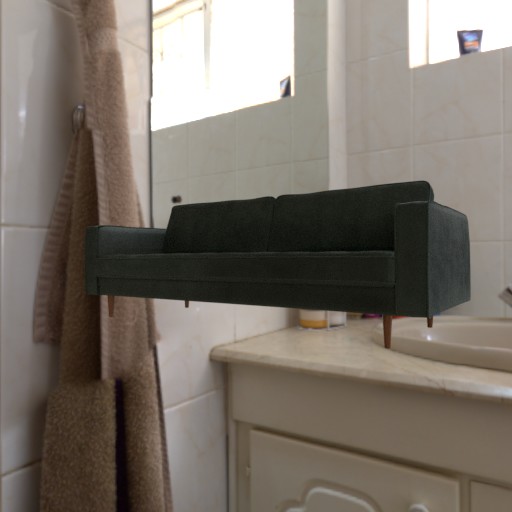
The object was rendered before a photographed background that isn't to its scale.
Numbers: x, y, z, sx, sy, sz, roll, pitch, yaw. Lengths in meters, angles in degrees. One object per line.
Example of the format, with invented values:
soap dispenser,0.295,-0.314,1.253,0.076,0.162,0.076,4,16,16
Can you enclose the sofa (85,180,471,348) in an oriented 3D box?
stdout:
sofa,0.000,0.000,2.634,2.214,0.781,0.886,-1,-1,35
